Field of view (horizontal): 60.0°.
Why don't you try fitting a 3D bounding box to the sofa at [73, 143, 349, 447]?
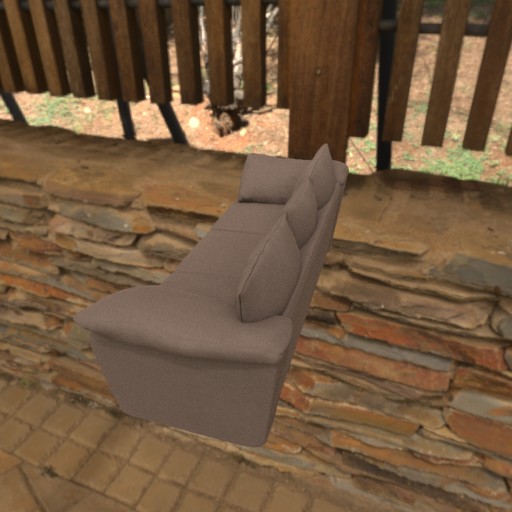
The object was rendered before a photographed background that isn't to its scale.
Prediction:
[{"bbox_3d":[0.000,0.000,2.805,0.893,0.981,2.377,9,31,15],"label":"sofa"}]
